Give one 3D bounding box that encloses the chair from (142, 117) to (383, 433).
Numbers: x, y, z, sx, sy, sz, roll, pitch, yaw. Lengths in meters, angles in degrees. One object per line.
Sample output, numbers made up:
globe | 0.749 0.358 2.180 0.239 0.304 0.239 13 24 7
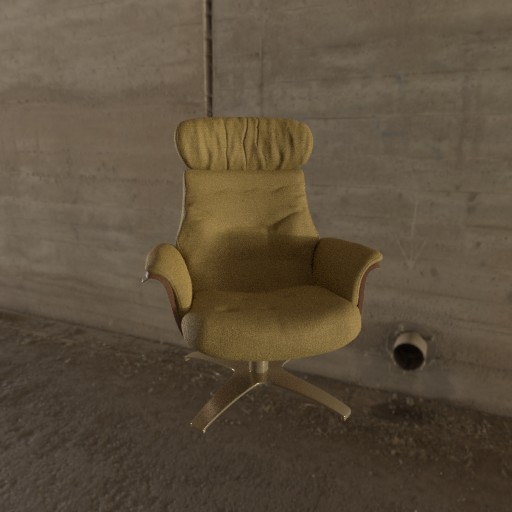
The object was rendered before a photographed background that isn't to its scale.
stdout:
chair | 0.000 0.000 1.596 0.785 0.995 0.837 -2 14 -9
